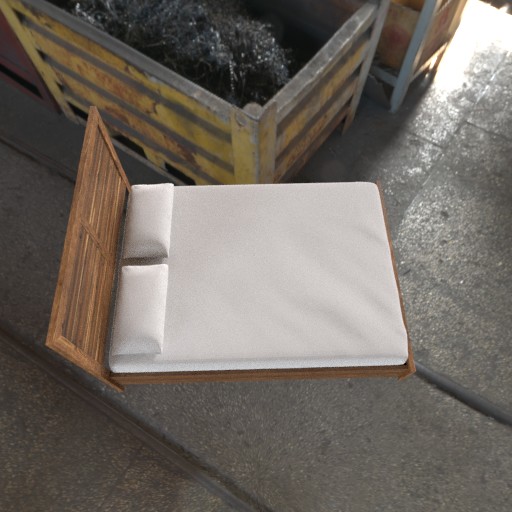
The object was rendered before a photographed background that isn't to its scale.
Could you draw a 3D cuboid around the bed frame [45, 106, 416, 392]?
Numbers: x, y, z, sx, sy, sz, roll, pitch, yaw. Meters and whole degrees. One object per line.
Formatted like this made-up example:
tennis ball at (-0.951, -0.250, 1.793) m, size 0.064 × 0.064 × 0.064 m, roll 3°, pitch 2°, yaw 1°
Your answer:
bed frame at (0.000, 0.000, 3.362) m, size 2.276 × 1.417 × 1.696 m, roll -1°, pitch 63°, yaw -1°
